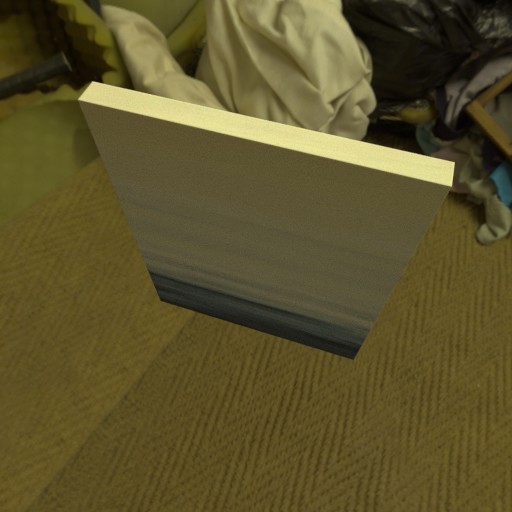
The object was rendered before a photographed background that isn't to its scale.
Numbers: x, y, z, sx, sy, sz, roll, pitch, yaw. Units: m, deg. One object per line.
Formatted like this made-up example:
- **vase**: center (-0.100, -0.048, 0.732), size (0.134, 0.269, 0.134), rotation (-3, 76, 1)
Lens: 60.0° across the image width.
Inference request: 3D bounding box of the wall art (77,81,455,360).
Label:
- **wall art**: center (0.000, 0.000, 0.821), size (0.489, 0.608, 0.040), rotation (15, 59, 9)
